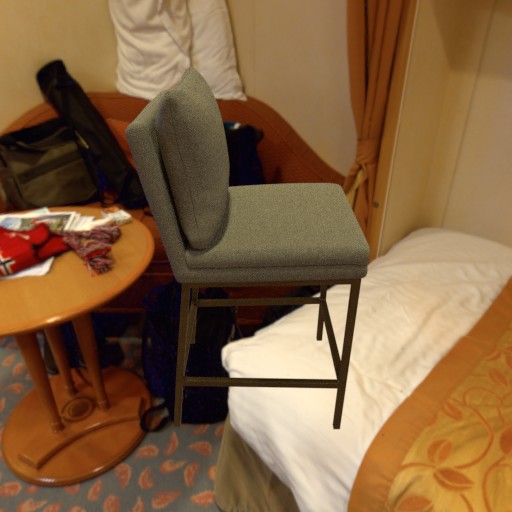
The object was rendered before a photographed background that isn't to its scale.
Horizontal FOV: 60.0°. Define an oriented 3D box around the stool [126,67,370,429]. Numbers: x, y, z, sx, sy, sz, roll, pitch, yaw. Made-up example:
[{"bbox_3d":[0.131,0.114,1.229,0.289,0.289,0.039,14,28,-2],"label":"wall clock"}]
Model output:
[{"bbox_3d":[0.000,0.000,1.353,0.569,1.031,0.463,0,30,0],"label":"stool"}]
